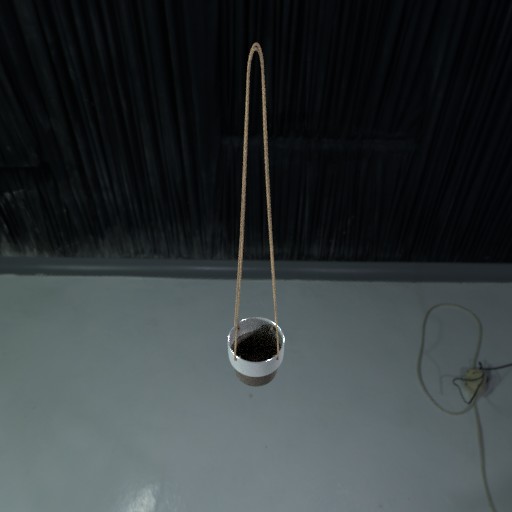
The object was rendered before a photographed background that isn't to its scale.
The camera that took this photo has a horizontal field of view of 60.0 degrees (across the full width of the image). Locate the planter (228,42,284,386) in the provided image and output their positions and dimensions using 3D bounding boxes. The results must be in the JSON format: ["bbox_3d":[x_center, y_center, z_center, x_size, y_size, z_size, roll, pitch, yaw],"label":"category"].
[{"bbox_3d":[0.000,0.000,1.195,0.187,1.073,0.187,-1,43,-1],"label":"planter"}]
